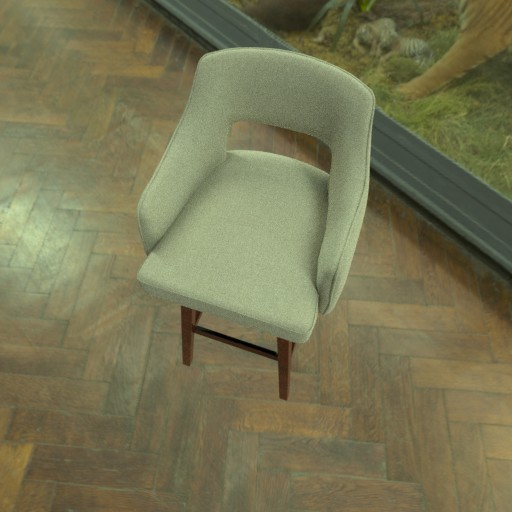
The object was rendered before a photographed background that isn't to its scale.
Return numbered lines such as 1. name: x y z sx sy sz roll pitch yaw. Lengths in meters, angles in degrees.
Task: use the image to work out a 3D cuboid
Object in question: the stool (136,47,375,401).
1. stool: 0.000 0.000 1.369 0.550 1.041 0.560 17 60 10
